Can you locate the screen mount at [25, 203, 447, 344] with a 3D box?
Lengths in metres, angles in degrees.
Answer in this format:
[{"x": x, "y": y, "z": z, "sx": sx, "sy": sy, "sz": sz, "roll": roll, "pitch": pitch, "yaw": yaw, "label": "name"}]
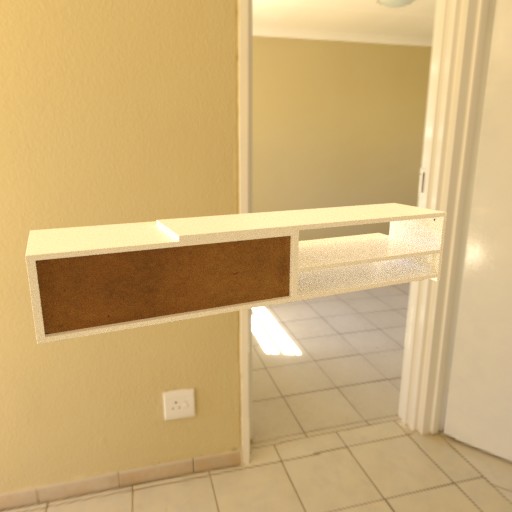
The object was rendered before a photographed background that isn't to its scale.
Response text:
[{"x": 0.000, "y": 0.000, "z": 1.858, "sx": 1.680, "sy": 0.320, "sz": 0.420, "roll": -7, "pitch": 16, "yaw": -24, "label": "screen mount"}]
